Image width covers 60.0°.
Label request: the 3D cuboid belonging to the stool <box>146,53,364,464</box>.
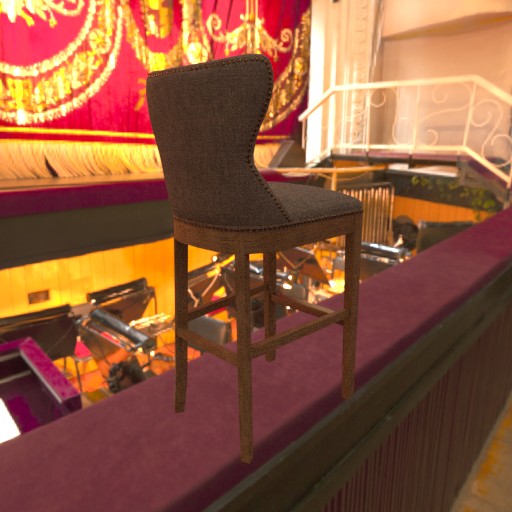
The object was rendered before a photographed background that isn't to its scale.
[{"bbox_3d":[0.000,0.000,1.448,0.606,1.123,0.494,-14,21,-43],"label":"stool"}]
